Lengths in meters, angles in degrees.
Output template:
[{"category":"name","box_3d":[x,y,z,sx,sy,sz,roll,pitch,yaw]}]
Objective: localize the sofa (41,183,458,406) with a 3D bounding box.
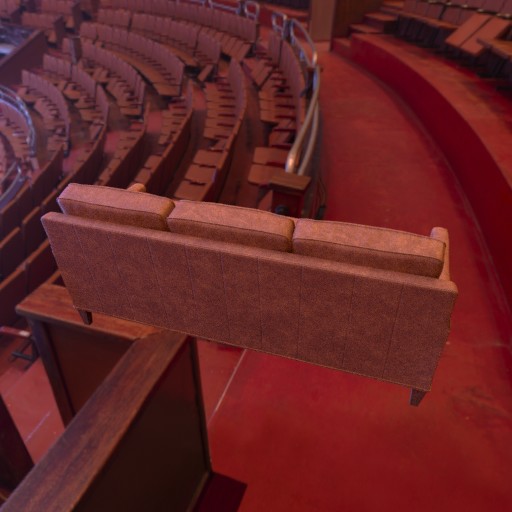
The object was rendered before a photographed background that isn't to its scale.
[{"category":"sofa","box_3d":[0.000,0.000,2.767,2.246,1.003,1.084,10,34,15]}]
